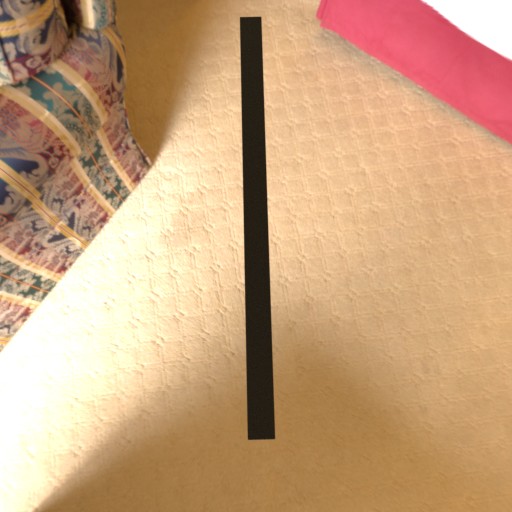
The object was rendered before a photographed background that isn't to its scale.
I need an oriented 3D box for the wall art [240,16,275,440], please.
[{"bbox_3d":[0.000,0.000,1.126,0.044,0.758,0.758,-1,76,0],"label":"wall art"}]
